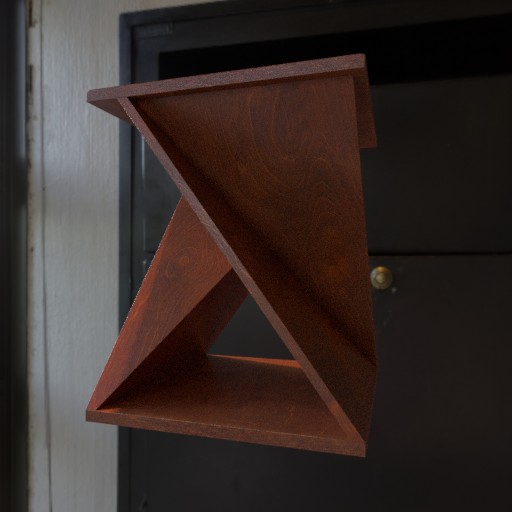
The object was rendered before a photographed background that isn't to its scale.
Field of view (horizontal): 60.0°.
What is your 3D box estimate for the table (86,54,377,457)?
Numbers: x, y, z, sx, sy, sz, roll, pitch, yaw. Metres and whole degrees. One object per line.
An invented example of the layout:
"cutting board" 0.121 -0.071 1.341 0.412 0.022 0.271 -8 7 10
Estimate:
"table" 0.000 0.000 0.837 0.427 0.520 0.427 0 0 17
